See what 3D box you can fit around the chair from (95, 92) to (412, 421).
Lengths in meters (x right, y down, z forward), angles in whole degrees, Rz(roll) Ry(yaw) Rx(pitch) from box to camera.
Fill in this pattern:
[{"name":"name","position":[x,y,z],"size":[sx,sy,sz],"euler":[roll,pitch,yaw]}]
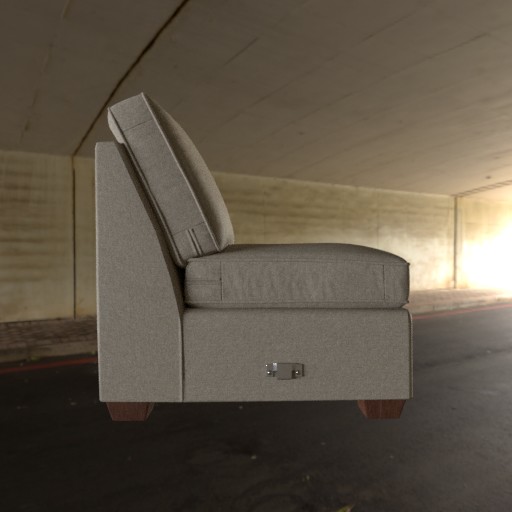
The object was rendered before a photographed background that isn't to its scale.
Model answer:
[{"name":"chair","position":[0.000,0.000,1.718],"size":[1.020,1.058,0.674],"euler":[0,1,-1]}]
